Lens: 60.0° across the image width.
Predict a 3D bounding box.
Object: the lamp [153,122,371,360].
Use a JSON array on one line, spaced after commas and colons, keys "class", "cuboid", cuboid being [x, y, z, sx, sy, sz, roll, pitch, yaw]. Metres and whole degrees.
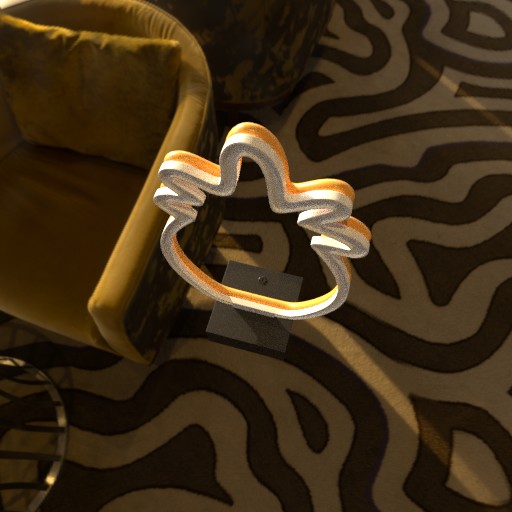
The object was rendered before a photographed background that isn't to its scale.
[{"class": "lamp", "cuboid": [0.000, 0.000, 0.381, 0.167, 0.317, 0.088, 14, 65, 7]}]
